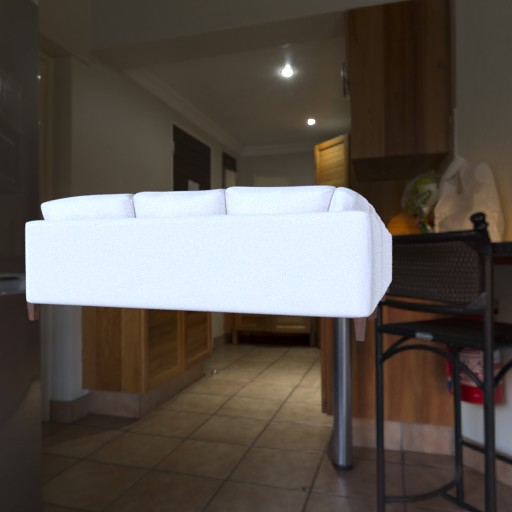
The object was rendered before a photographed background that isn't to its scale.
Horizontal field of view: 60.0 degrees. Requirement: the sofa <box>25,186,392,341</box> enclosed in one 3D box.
[{"bbox_3d":[0.000,0.000,4.551,2.593,0.956,3.459,0,0,19],"label":"sofa"}]
